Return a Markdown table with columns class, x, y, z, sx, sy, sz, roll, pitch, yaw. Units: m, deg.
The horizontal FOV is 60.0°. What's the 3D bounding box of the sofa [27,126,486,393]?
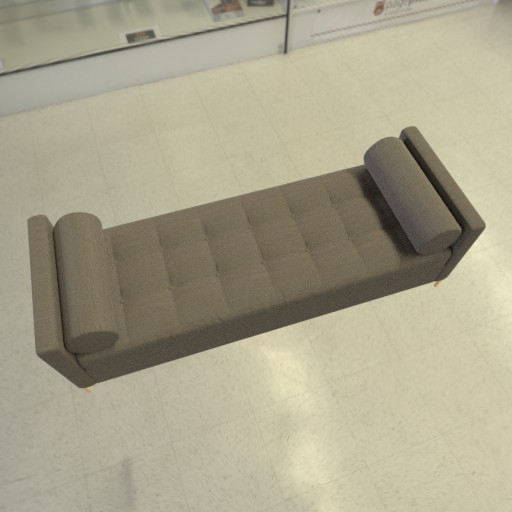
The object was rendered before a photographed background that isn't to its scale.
| class | x | y | z | sx | sy | sz | roll | pitch | yaw |
| --- | --- | --- | --- | --- | --- | --- | --- | --- | --- |
| sofa | 0.000 | 0.000 | 2.262 | 1.981 | 0.635 | 0.686 | -15 | 60 | -9 |
